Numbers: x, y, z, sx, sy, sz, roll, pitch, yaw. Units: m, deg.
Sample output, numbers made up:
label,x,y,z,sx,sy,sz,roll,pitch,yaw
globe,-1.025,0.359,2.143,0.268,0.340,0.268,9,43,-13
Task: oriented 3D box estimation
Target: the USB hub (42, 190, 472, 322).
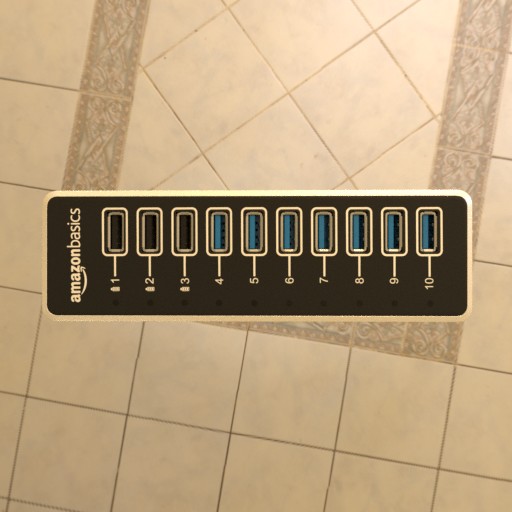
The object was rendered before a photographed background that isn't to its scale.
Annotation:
label,x,y,z,sx,sy,sz,roll,pitch,yaw
USB hub,0.000,0.000,0.160,0.145,0.023,0.044,0,90,1
